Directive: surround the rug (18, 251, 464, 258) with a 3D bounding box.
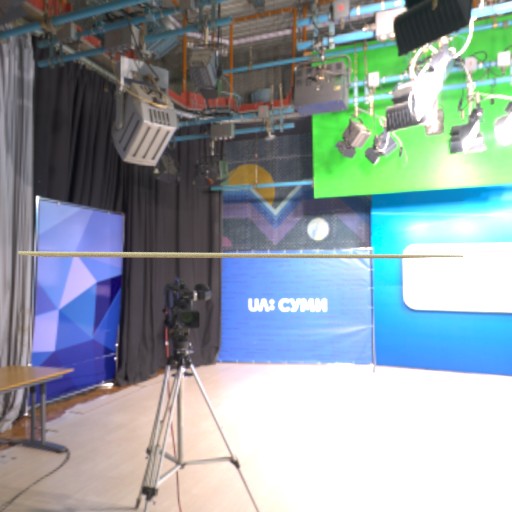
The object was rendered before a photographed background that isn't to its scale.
[{"bbox_3d":[0.000,0.000,2.512,2.297,0.013,0.661,0,-1,-18],"label":"rug"}]
